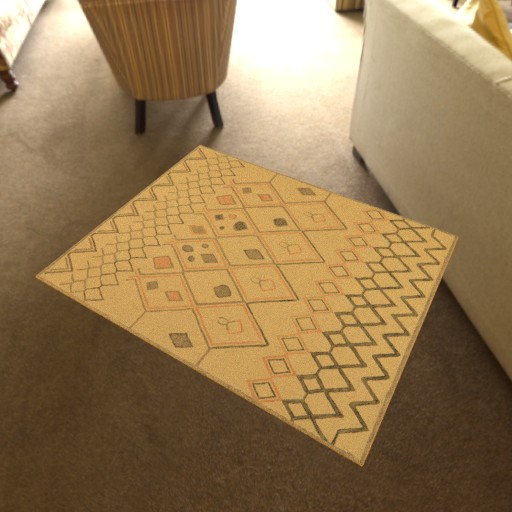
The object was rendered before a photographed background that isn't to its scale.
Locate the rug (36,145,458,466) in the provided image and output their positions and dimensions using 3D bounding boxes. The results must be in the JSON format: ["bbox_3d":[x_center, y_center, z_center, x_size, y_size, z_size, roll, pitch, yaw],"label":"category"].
[{"bbox_3d":[0.000,0.000,4.059,3.050,0.016,2.441,24,51,21],"label":"rug"}]
